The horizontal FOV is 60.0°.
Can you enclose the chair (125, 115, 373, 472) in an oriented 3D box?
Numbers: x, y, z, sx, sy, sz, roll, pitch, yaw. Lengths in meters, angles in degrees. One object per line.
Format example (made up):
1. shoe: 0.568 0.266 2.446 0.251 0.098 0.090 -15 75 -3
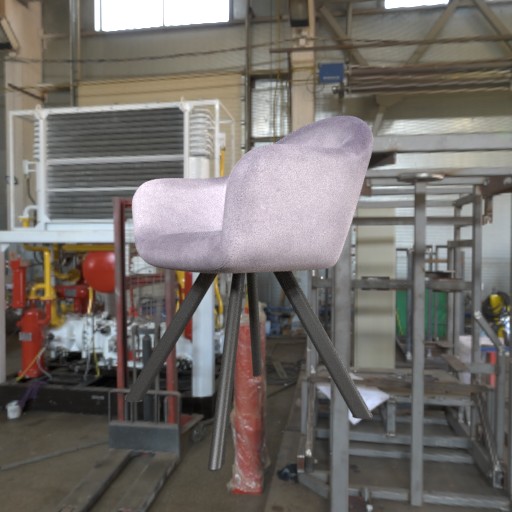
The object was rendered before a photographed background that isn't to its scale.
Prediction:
1. chair: 0.000 0.000 1.154 0.540 0.780 0.570 -1 1 -36
